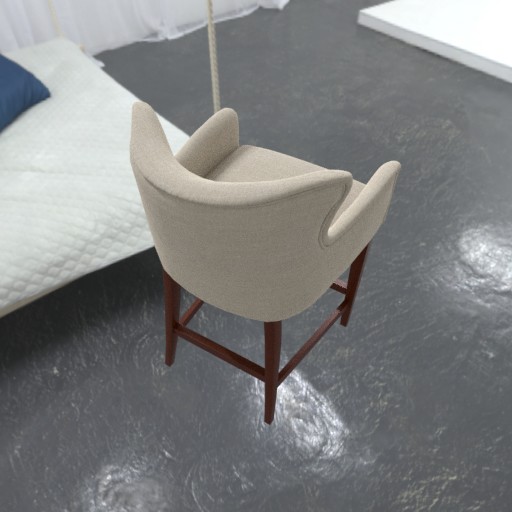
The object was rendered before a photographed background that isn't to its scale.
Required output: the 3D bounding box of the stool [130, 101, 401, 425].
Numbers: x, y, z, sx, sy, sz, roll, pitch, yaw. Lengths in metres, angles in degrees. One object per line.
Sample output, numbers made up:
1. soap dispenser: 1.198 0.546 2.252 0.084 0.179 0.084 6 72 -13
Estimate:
1. stool: 0.000 0.000 1.406 0.615 0.987 0.637 25 51 22
